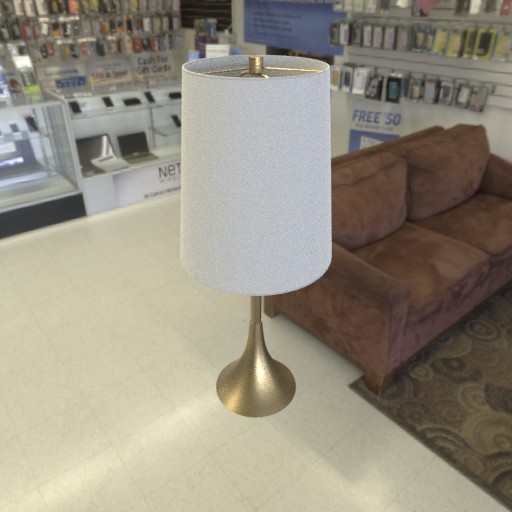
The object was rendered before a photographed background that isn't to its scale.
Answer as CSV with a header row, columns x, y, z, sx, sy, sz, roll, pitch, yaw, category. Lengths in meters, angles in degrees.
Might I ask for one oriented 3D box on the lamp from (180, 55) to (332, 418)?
x,y,z,sx,sy,sz,roll,pitch,yaw,category
0.000,0.000,0.688,0.231,0.569,0.231,0,31,0,lamp
